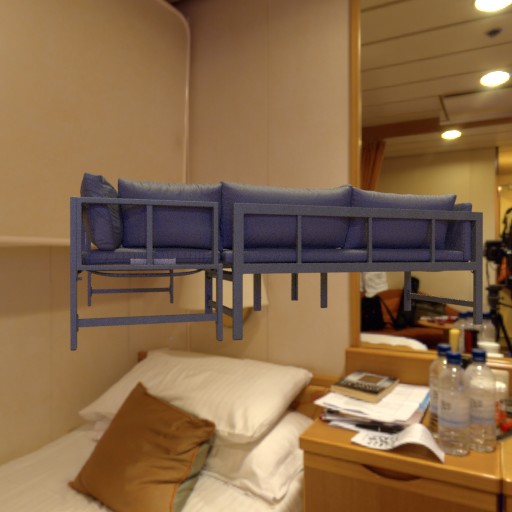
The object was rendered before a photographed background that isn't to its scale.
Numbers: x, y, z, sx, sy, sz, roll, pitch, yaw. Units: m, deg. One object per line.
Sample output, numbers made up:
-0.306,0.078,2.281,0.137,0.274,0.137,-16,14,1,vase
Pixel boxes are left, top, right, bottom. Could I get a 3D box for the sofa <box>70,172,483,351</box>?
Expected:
0.000,0.000,2.932,2.149,0.762,1.658,0,0,-18,sofa
